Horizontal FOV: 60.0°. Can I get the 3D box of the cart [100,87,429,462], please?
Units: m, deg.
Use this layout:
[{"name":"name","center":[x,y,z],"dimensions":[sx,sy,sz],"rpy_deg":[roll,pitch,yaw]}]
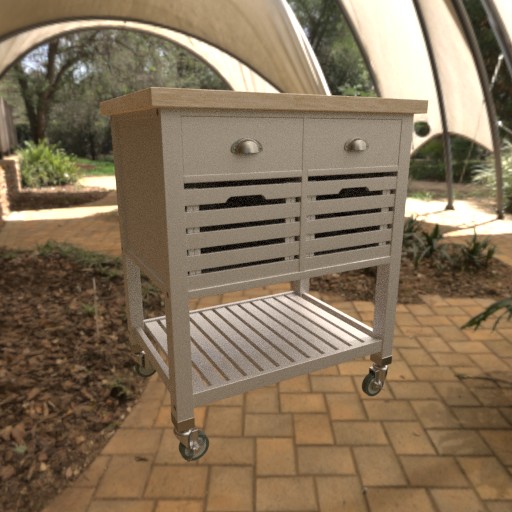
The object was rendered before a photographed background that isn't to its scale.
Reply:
[{"name":"cart","center":[0.000,0.000,1.387],"dimensions":[0.762,0.914,0.559],"rpy_deg":[-8,18,-27]}]
